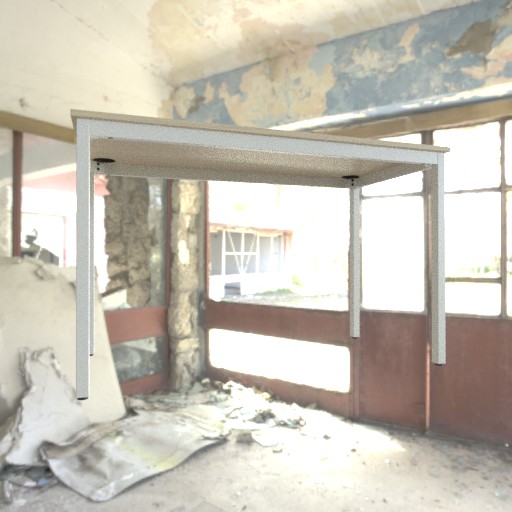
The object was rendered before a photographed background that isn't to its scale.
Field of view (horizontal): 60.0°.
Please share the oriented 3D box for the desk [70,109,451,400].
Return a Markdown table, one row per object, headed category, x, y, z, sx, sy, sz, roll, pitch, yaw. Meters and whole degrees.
| category | x | y | z | sx | sy | sz | roll | pitch | yaw |
| --- | --- | --- | --- | --- | --- | --- | --- | --- | --- |
| desk | 0.000 | 0.000 | 1.602 | 1.200 | 0.750 | 0.600 | 0 | 0 | -19 |
